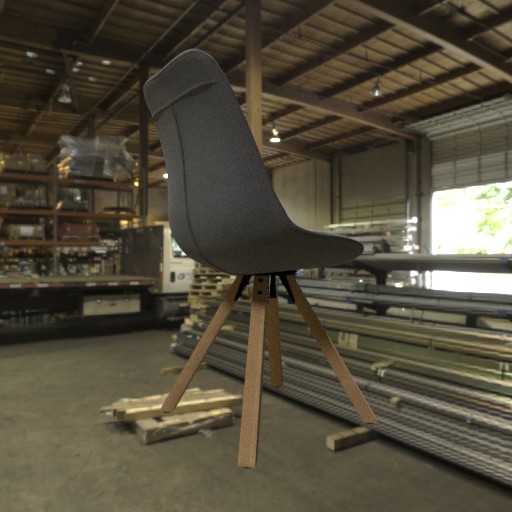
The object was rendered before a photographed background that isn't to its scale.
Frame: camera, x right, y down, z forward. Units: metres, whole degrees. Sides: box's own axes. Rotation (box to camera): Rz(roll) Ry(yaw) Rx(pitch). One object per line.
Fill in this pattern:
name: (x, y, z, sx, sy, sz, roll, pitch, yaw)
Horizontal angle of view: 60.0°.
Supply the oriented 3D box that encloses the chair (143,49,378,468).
chair: (0.000, 0.000, 1.168, 0.549, 0.863, 0.474, 0, 0, -35)
